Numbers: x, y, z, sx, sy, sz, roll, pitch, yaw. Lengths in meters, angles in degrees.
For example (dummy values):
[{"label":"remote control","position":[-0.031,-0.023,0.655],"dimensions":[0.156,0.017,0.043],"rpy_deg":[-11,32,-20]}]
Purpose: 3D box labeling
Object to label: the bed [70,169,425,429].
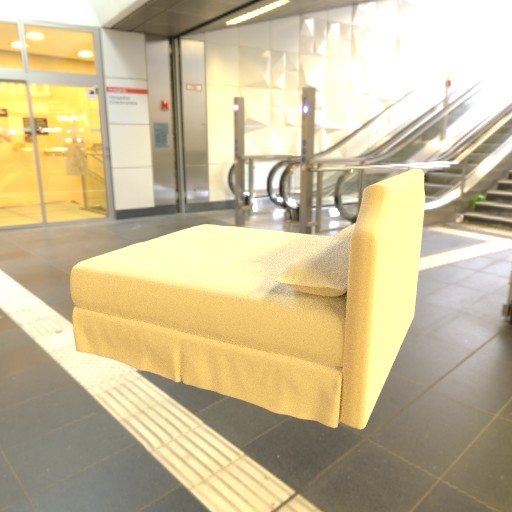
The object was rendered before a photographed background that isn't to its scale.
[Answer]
[{"label":"bed","position":[0.000,0.000,3.983],"dimensions":[2.548,1.524,2.134],"rpy_deg":[7,17,26]}]
